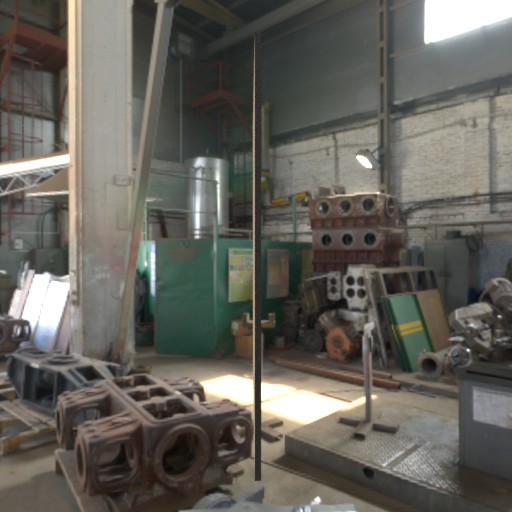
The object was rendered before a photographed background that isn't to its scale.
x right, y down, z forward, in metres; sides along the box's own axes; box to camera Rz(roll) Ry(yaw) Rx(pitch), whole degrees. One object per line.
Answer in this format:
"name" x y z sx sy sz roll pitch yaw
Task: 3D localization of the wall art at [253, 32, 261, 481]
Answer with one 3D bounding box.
"wall art" 0.000 0.000 1.507 0.016 1.116 0.810 0 0 -1
